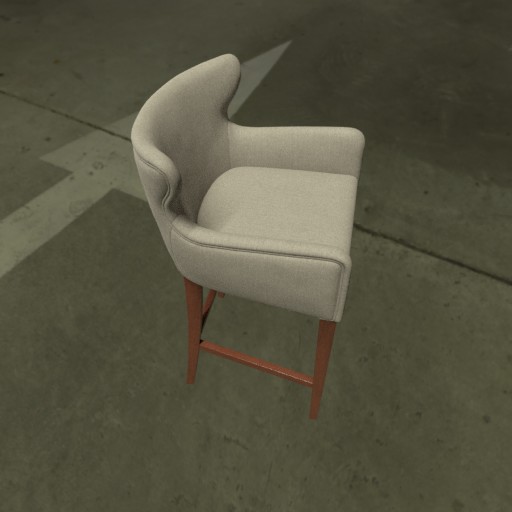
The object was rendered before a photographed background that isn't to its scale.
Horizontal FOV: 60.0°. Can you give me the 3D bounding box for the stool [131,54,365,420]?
[{"bbox_3d":[0.000,0.000,1.433,0.575,1.047,0.575,9,47,9],"label":"stool"}]
